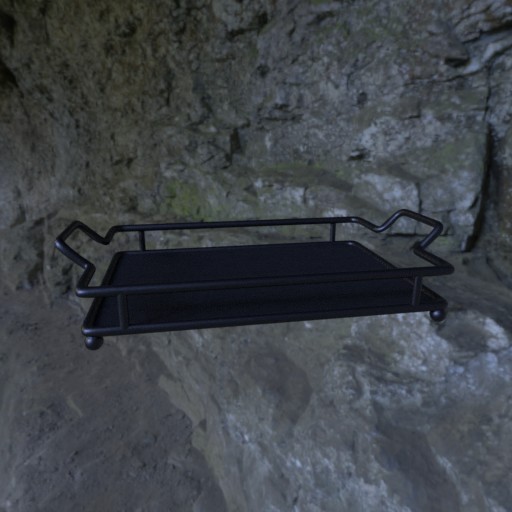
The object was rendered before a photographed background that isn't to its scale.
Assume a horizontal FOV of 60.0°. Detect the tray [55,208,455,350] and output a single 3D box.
[{"bbox_3d":[0.000,0.000,0.616,0.495,0.101,0.297,-3,17,-10],"label":"tray"}]
